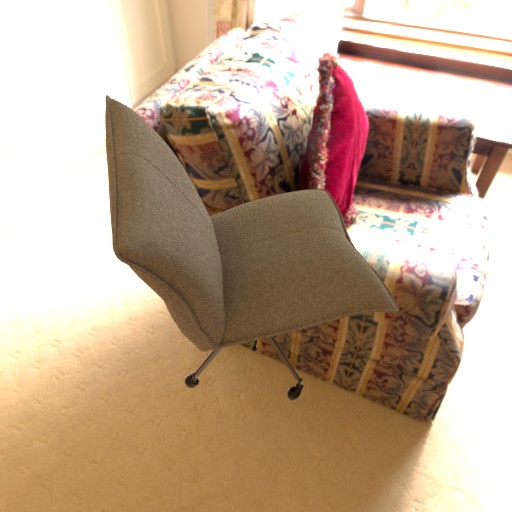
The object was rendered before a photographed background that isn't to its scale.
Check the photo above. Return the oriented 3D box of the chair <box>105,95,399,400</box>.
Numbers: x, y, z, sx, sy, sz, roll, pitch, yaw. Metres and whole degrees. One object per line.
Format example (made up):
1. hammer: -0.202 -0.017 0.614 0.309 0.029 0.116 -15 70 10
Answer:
1. chair: 0.000 0.000 1.317 0.696 0.811 0.597 -10 47 -10
